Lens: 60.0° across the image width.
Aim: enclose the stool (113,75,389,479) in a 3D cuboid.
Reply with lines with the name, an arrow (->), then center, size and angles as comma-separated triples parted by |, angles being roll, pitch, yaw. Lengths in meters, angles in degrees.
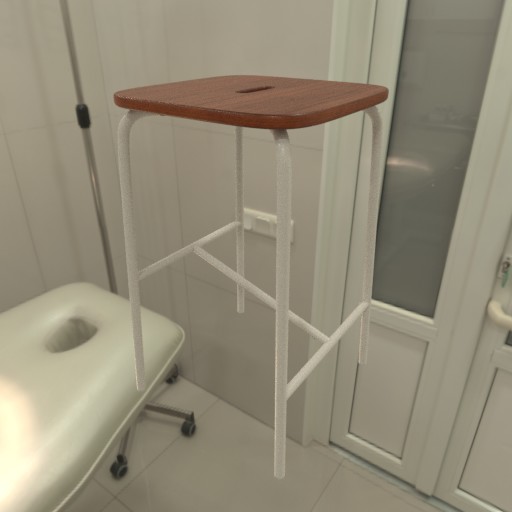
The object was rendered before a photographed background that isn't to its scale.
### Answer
stool -> 0.000, 0.000, 0.860 | 0.376, 0.610, 0.376 | 18, 33, 31
